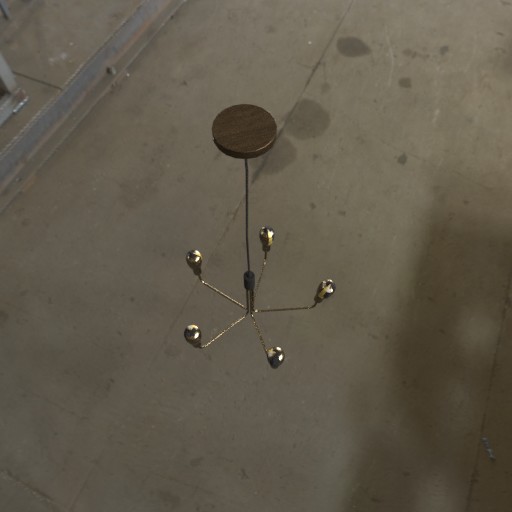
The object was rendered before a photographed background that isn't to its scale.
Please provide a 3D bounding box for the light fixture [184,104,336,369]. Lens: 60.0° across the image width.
[{"bbox_3d":[0.000,0.000,1.371,0.588,1.059,0.532,-19,63,-10],"label":"light fixture"}]
